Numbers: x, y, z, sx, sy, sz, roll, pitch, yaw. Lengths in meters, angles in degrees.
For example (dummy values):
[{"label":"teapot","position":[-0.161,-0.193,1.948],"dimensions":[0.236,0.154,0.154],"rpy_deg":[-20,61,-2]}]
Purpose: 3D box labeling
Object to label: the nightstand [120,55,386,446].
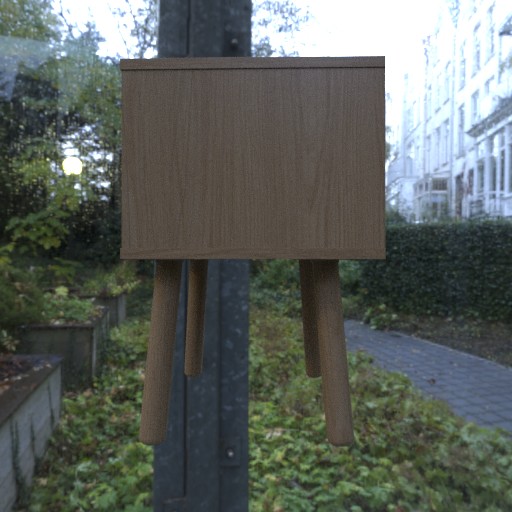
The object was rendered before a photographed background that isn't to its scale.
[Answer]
[{"label":"nightstand","position":[0.000,0.000,0.859],"dimensions":[0.380,0.571,0.450],"rpy_deg":[0,0,2]}]
